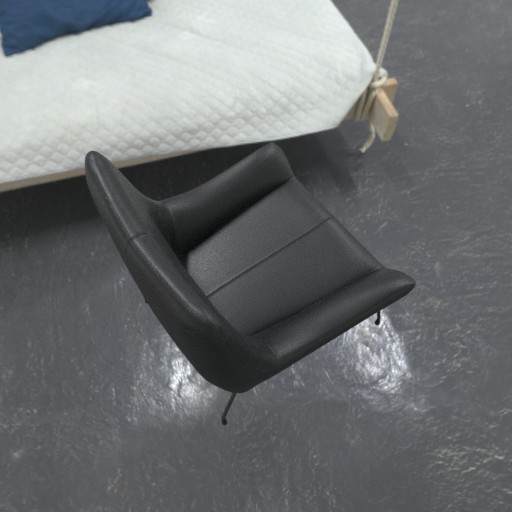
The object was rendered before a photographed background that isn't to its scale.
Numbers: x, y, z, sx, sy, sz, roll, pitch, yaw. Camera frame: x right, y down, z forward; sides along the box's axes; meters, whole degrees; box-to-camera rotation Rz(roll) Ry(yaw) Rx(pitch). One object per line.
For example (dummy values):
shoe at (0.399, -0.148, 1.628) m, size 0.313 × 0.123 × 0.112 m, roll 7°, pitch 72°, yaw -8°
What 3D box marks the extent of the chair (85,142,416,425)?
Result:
chair at (0.000, 0.000, 1.591) m, size 0.826 × 0.922 × 0.836 m, roll -31°, pitch 63°, yaw -18°
